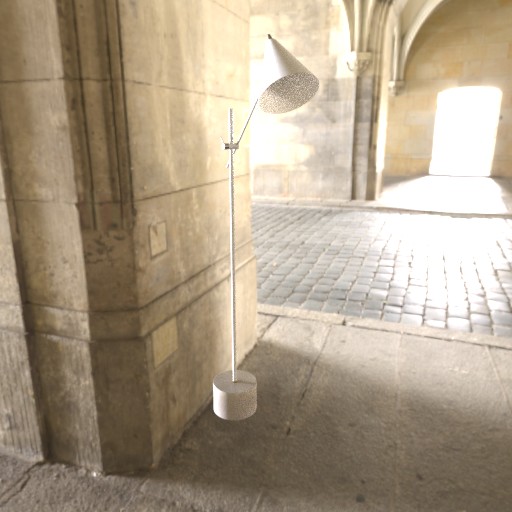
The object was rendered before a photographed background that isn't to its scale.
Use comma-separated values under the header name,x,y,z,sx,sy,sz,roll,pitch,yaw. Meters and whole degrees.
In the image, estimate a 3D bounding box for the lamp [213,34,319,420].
name,x,y,z,sx,sy,sz,roll,pitch,yaw
lamp,0.000,0.000,1.590,0.223,1.430,0.508,-8,17,-26
